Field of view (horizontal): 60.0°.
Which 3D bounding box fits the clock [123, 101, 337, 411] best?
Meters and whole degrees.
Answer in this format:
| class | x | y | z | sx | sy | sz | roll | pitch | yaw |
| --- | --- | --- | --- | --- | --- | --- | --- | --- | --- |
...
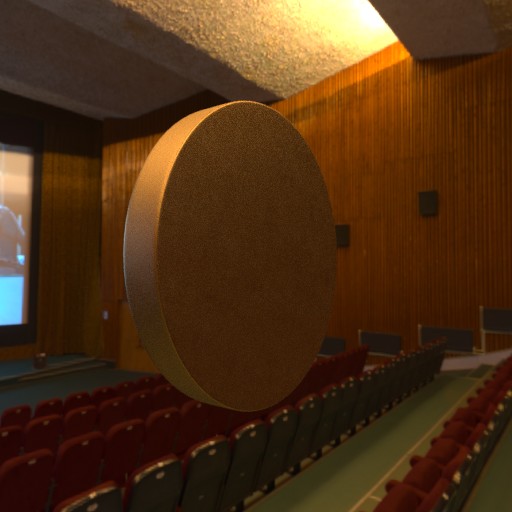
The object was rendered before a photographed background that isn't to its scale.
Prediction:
| class | x | y | z | sx | sy | sz | roll | pitch | yaw |
| --- | --- | --- | --- | --- | --- | --- | --- | --- | --- |
| clock | 0.000 | 0.000 | 0.475 | 0.040 | 0.314 | 0.314 | -1 | -2 | 36 |
